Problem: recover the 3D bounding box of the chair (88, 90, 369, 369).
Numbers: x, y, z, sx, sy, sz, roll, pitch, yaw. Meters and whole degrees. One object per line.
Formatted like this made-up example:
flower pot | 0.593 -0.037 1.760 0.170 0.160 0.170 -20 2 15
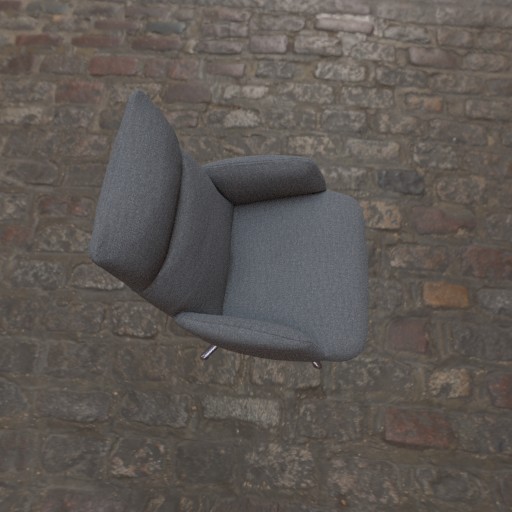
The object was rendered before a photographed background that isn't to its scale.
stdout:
chair | 0.000 0.000 1.552 0.831 0.984 0.702 4 65 2
